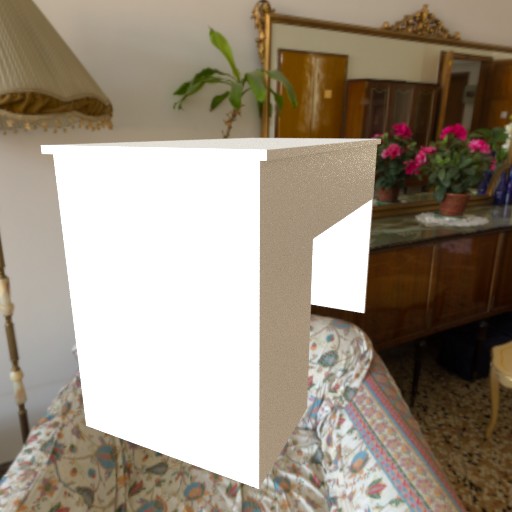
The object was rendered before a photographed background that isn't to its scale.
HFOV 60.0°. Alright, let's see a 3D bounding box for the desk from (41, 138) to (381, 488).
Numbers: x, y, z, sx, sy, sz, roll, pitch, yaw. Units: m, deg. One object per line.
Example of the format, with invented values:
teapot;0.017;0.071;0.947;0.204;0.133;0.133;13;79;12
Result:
desk;0.000;0.000;1.466;0.560;0.735;1.097;7;17;24
